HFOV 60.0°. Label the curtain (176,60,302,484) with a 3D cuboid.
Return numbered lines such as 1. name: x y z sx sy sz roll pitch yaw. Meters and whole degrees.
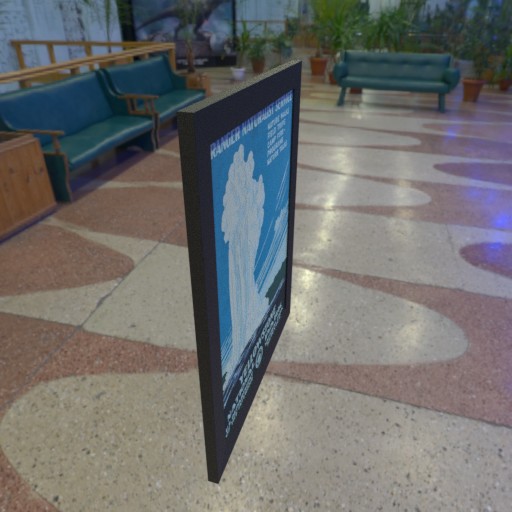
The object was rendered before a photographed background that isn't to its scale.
1. curtain: 0.000 0.000 0.778 0.027 0.585 0.483 9 31 15
